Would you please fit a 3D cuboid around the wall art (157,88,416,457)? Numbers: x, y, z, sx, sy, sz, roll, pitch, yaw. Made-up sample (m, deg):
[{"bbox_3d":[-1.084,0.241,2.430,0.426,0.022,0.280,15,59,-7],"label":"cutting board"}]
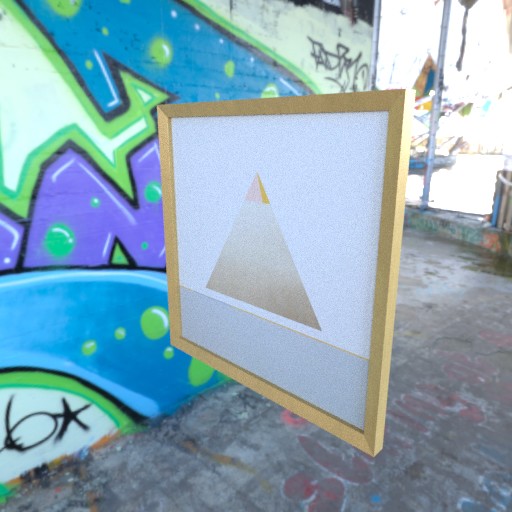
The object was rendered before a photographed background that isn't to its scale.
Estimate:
[{"bbox_3d":[0.000,0.000,2.898,1.935,1.936,0.097,15,22,42],"label":"wall art"}]
